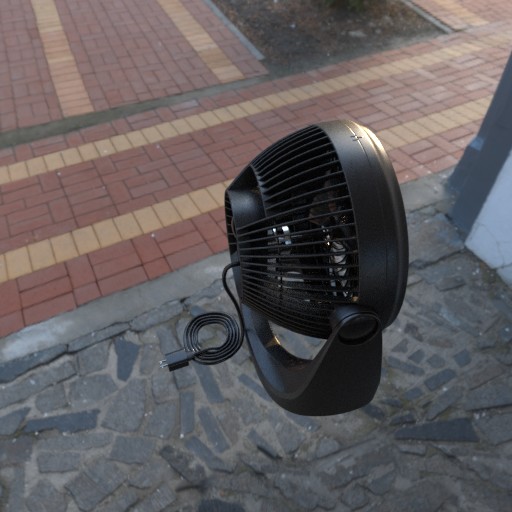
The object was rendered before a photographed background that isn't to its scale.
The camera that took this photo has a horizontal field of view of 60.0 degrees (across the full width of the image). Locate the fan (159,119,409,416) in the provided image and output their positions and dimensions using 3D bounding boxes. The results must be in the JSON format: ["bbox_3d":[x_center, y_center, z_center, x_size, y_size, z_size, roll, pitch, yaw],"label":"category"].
[{"bbox_3d":[0.000,0.000,0.492,0.256,0.277,0.273,-8,47,-8],"label":"fan"}]
